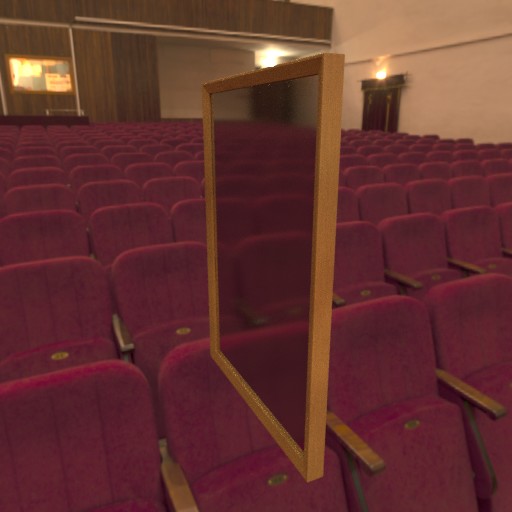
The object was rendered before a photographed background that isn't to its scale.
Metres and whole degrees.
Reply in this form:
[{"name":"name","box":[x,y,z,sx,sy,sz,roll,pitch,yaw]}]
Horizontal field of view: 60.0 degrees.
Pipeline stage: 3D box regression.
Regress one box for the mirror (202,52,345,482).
[{"name":"mirror","box":[0.000,0.000,0.924,0.039,0.710,0.507,-8,18,-24]}]
